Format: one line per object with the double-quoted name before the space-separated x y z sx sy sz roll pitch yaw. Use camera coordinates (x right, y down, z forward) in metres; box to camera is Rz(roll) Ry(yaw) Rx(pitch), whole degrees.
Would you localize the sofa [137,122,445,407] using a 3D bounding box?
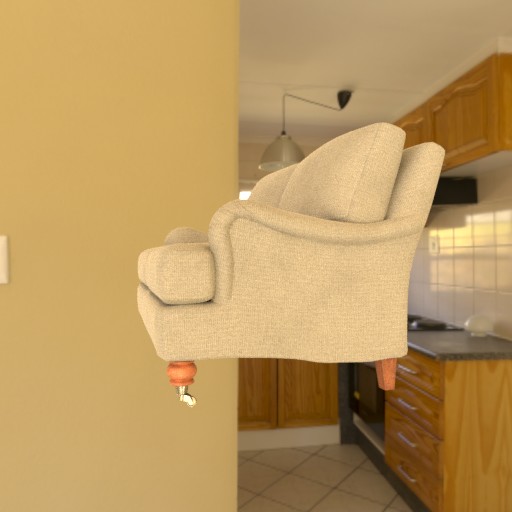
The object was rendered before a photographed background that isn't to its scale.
"sofa" 0.000 0.000 2.193 1.087 0.999 1.480 0 0 -18
